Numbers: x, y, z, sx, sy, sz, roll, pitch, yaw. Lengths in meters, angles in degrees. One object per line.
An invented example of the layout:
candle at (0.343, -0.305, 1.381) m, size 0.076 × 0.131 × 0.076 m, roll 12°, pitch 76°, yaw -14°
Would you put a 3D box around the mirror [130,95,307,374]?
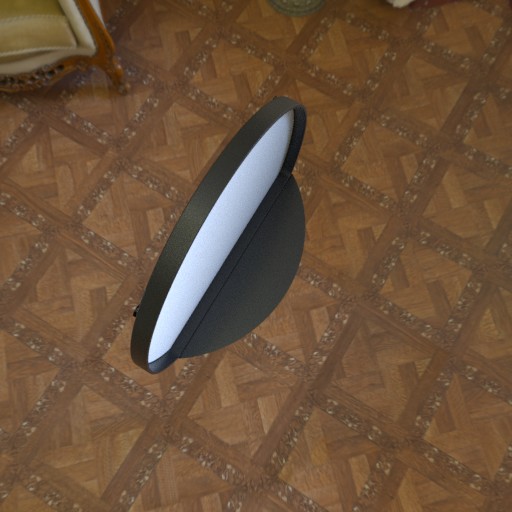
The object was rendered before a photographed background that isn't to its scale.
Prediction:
mirror at (0.000, 0.000, 0.689) m, size 0.133 × 0.457 × 0.457 m, roll 30°, pitch 78°, yaw 7°
